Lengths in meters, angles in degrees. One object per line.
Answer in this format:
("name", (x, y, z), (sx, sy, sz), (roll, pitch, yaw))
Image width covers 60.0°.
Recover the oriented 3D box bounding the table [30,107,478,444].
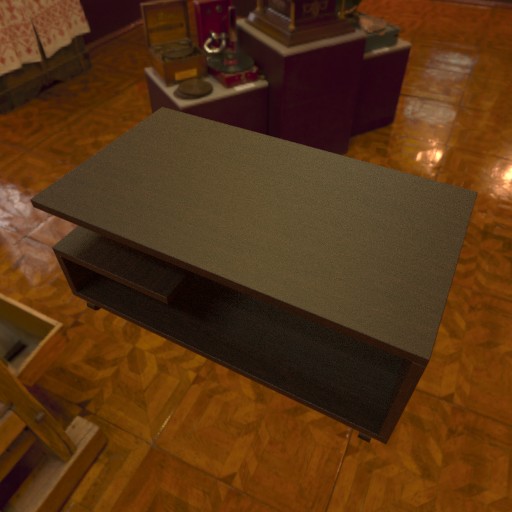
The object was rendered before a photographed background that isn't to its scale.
("table", (0.000, 0.000, 1.354), (1.050, 0.460, 0.590), (20, 49, 19))
